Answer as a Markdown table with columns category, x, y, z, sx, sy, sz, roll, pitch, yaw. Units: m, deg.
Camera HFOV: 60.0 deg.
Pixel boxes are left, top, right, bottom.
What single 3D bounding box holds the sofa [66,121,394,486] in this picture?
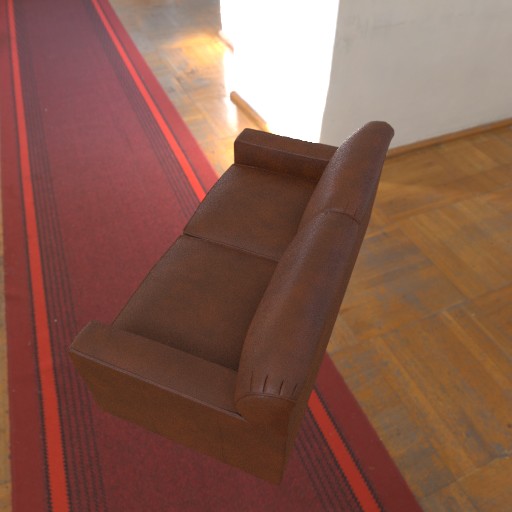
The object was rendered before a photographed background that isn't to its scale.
| category | x | y | z | sx | sy | sz | roll | pitch | yaw |
| --- | --- | --- | --- | --- | --- | --- | --- | --- | --- |
| sofa | 0.000 | 0.000 | 2.354 | 1.000 | 0.966 | 1.856 | 16 | 48 | 15 |
